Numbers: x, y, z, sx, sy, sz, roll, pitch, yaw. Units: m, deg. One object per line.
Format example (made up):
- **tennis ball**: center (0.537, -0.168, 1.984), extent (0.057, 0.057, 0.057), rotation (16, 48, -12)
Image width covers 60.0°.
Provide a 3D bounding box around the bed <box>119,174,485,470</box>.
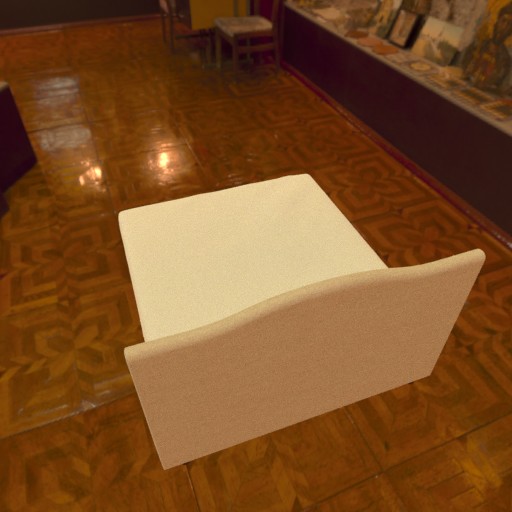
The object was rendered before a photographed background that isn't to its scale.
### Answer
- **bed**: center (0.000, 0.000, 3.474), extent (2.083, 1.421, 2.182), rotation (-14, 44, -15)
